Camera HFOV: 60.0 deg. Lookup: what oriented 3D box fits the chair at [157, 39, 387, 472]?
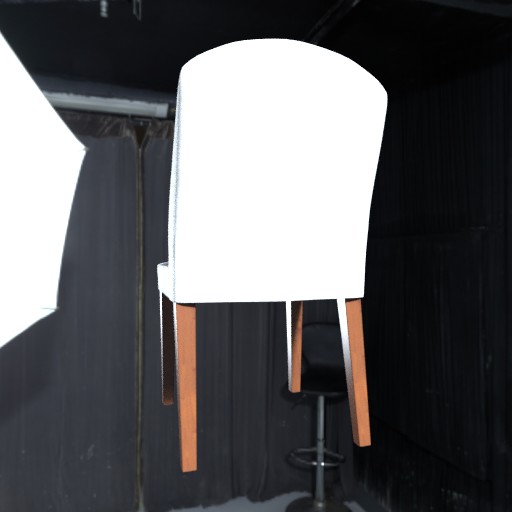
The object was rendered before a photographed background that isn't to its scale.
[{"bbox_3d":[0.000,0.000,1.170,0.472,0.893,0.540,0,0,-17],"label":"chair"}]
